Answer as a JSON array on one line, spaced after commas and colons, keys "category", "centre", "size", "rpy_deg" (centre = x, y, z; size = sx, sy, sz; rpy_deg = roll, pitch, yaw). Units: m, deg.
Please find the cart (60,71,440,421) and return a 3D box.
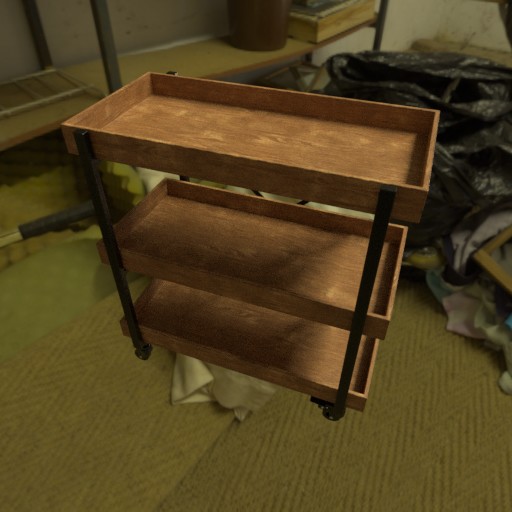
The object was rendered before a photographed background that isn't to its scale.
[{"category": "cart", "centre": [0.000, 0.000, 1.227], "size": [0.750, 0.800, 0.411], "rpy_deg": [14, 42, 16]}]
